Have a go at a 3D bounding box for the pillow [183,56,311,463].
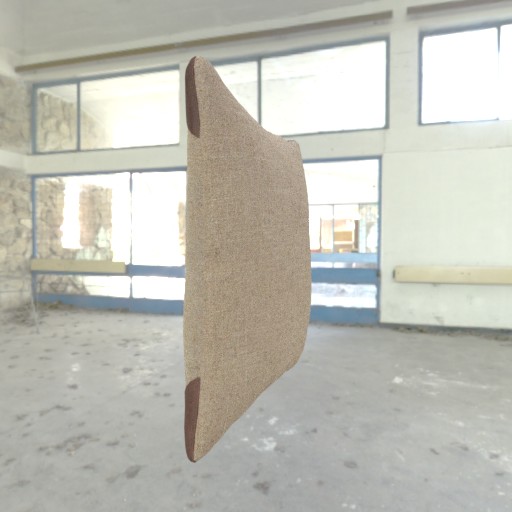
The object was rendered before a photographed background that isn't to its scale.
[{"bbox_3d":[0.000,0.000,0.687,0.147,0.448,0.437,0,1,19],"label":"pillow"}]
